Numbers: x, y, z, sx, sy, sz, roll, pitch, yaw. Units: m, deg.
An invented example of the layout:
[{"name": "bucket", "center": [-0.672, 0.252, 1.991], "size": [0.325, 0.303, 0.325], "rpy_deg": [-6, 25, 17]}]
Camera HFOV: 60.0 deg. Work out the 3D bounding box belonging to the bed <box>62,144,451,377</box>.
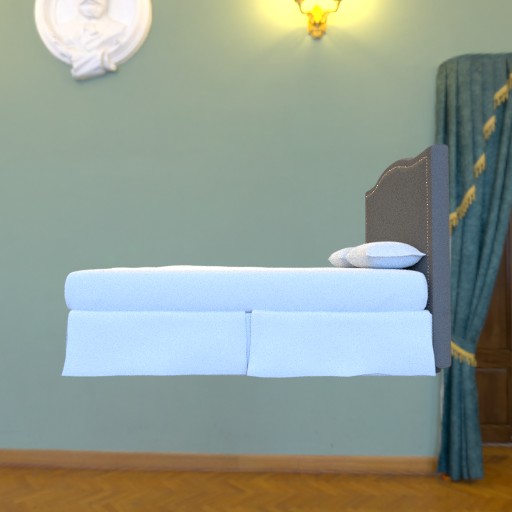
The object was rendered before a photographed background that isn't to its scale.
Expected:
[{"name": "bed", "center": [0.000, 0.000, 3.436], "size": [2.282, 1.436, 1.821], "rpy_deg": [0, -1, 1]}]
